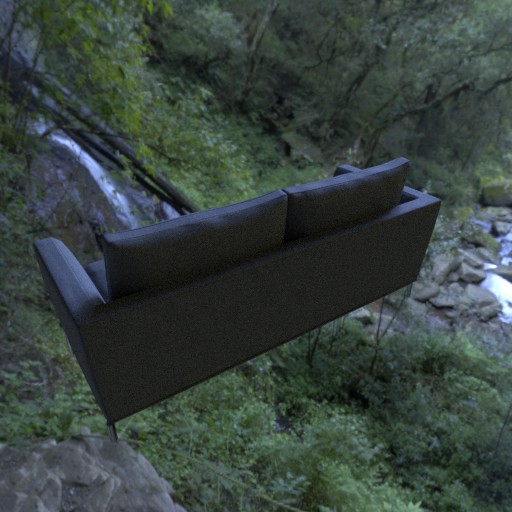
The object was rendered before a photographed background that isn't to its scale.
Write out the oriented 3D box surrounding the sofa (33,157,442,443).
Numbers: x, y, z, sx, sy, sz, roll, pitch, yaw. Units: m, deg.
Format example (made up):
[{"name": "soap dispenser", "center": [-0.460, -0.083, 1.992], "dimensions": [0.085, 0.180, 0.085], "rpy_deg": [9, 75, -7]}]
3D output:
[{"name": "sofa", "center": [0.000, 0.000, 2.622], "dimensions": [2.212, 1.002, 0.869], "rpy_deg": [-19, 35, -29]}]
